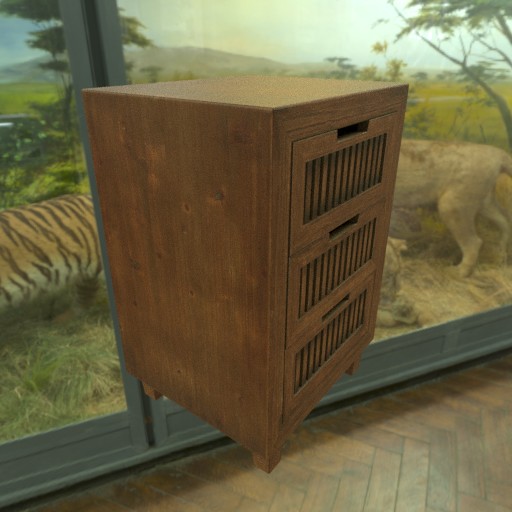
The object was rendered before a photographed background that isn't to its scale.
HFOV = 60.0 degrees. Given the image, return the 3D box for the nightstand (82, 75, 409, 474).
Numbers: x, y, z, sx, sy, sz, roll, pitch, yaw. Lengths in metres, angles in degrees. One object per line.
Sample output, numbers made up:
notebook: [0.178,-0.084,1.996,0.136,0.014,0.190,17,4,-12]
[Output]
nightstand: [0.000,0.000,0.966,0.410,0.695,0.465,18,31,33]
